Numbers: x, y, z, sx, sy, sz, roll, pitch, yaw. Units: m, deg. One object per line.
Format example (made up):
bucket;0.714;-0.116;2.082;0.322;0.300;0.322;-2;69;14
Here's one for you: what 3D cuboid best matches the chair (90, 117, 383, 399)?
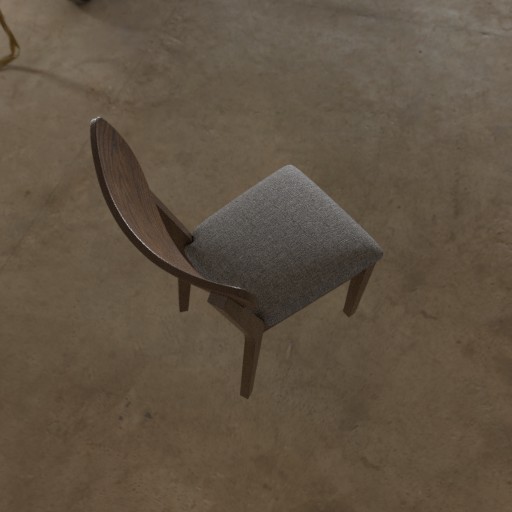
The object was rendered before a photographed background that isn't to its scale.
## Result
chair;0.000;0.000;1.188;0.583;0.849;0.491;-33;65;-18
